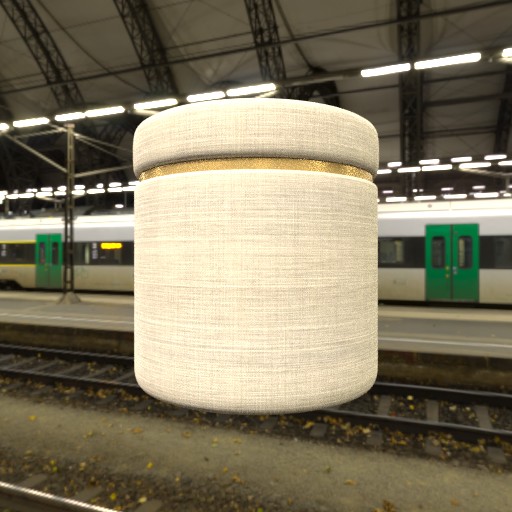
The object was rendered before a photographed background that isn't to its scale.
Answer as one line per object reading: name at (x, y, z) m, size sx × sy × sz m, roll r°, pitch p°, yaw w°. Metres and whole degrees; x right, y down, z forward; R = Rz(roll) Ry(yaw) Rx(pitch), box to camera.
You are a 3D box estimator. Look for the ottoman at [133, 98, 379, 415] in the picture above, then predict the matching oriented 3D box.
ottoman at (0.000, 0.000, 0.748) m, size 0.400 × 0.406 × 0.400 m, roll 0°, pitch 0°, yaw 0°
